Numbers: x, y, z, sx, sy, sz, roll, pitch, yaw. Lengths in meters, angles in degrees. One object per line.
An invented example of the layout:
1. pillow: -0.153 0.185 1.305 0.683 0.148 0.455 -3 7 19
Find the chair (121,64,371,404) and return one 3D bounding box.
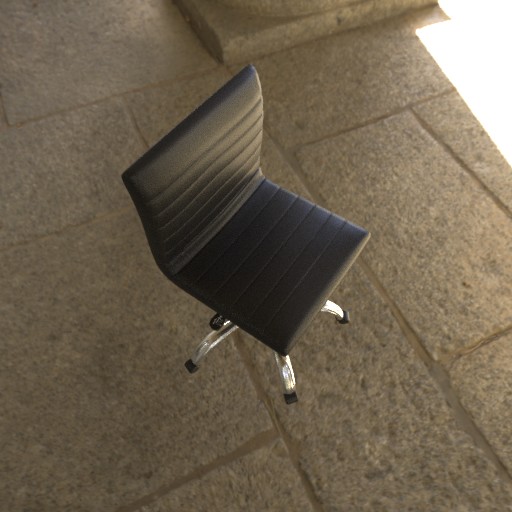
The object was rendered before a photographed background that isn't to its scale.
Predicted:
1. chair: 0.000 0.000 1.145 0.530 0.780 0.556 32 64 18
